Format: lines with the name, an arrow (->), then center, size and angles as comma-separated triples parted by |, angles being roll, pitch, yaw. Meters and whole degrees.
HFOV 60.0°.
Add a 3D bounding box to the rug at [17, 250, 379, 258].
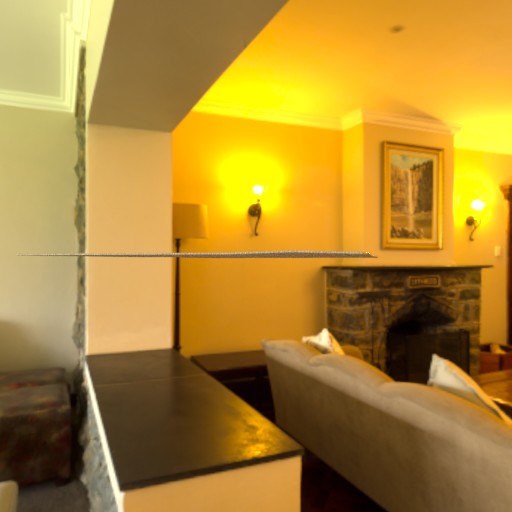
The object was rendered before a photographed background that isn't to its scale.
rug -> 0.000, 0.000, 2.948 | 1.524, 0.015, 2.439 | 0, -1, 17
